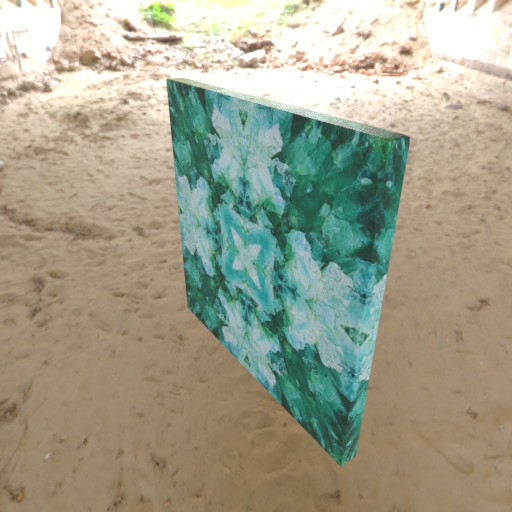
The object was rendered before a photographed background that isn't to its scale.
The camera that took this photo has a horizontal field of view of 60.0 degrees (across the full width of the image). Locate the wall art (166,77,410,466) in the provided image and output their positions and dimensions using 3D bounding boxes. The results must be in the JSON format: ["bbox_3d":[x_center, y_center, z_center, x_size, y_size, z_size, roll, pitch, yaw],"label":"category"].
[{"bbox_3d":[0.000,0.000,0.748,0.038,0.508,0.507,-19,35,-30],"label":"wall art"}]
